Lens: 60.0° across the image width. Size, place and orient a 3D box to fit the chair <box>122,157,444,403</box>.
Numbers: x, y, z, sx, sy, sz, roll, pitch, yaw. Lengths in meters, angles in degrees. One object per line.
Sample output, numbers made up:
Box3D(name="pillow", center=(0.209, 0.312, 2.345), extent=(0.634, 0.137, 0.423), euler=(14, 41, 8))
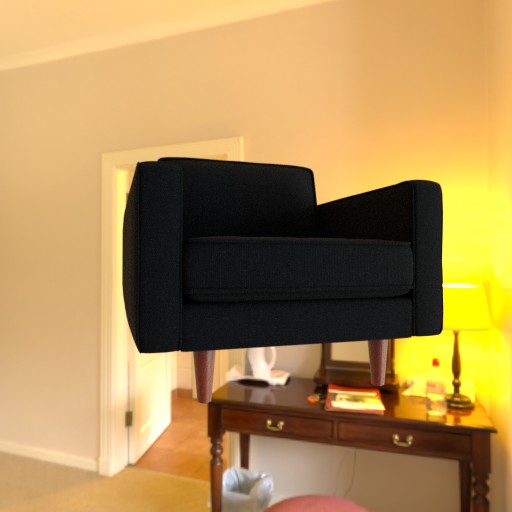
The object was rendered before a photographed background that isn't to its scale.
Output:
Box3D(name="chair", center=(0.000, 0.000, 1.580), extent=(0.899, 0.770, 0.920), euler=(0, -1, -18))
